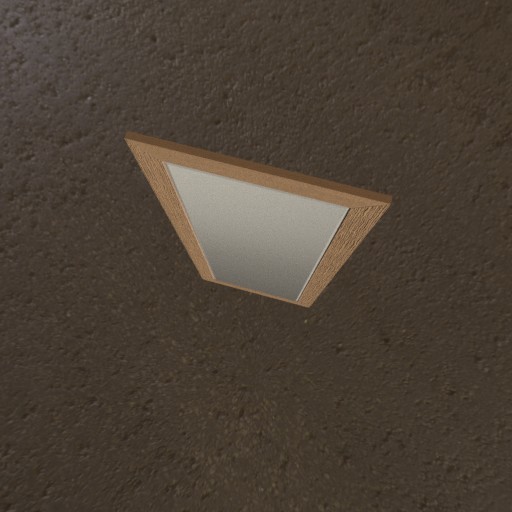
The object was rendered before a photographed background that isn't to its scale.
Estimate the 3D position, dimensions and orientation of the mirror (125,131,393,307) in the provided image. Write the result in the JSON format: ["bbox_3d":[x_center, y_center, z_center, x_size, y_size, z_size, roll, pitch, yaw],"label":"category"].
[{"bbox_3d":[0.000,0.000,2.288,0.812,2.031,0.026,15,75,4],"label":"mirror"}]
